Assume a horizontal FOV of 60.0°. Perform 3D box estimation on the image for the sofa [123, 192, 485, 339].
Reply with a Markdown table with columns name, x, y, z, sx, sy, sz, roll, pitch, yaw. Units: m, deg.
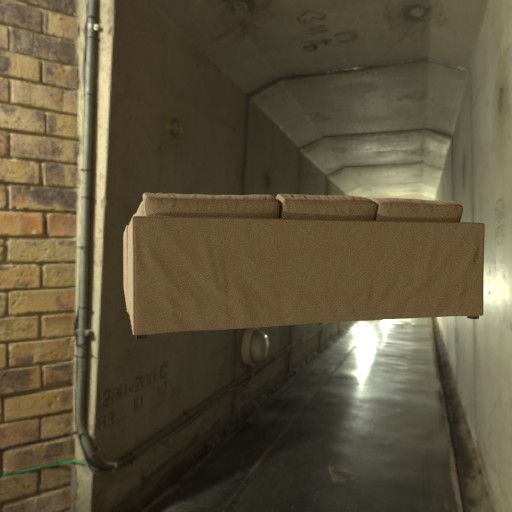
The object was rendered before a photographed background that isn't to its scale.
| name | x | y | z | sx | sy | sz | roll | pitch | yaw |
| --- | --- | --- | --- | --- | --- | --- | --- | --- | --- |
| sofa | 0.000 | 0.000 | 4.293 | 2.432 | 0.871 | 3.182 | 0 | 1 | -17 |
